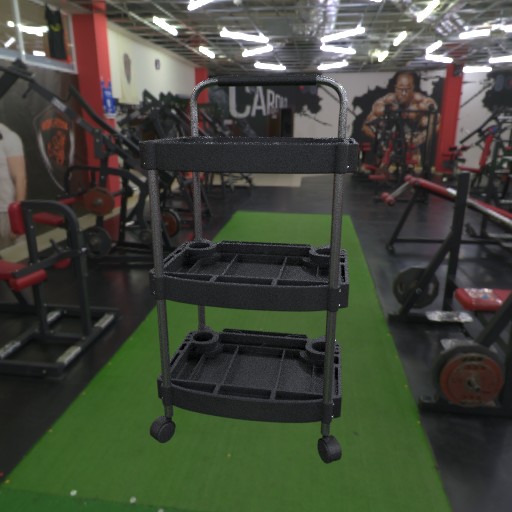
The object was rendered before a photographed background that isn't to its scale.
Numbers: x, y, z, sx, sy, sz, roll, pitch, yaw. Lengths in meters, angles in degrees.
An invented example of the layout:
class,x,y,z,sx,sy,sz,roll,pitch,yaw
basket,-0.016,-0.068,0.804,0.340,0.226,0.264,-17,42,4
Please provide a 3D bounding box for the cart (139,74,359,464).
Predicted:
class,x,y,z,sx,sy,sz,roll,pitch,yaw
cart,0.000,0.000,1.375,0.584,1.075,0.518,3,17,9
